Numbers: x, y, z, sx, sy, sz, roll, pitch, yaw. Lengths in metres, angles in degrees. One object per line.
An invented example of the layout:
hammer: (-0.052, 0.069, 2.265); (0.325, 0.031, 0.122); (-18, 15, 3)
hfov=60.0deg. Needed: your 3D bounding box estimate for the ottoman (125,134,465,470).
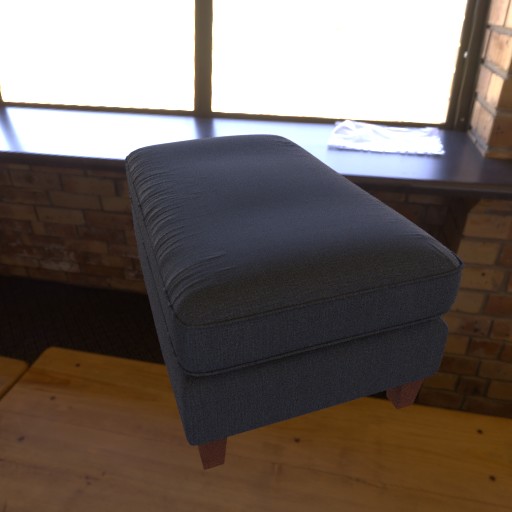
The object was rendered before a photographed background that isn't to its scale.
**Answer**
ottoman: (0.000, 0.000, 1.158); (0.570, 0.438, 0.885); (-10, 32, -17)
